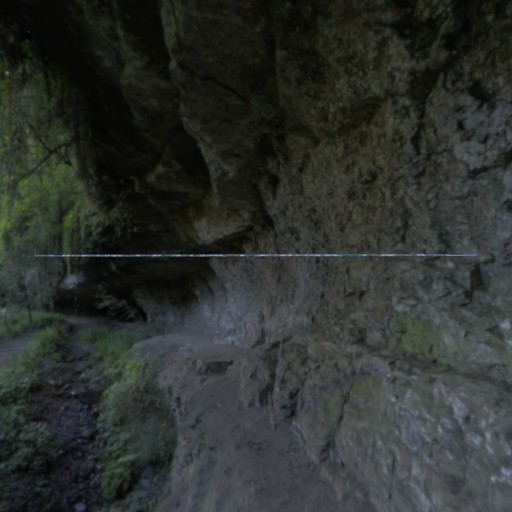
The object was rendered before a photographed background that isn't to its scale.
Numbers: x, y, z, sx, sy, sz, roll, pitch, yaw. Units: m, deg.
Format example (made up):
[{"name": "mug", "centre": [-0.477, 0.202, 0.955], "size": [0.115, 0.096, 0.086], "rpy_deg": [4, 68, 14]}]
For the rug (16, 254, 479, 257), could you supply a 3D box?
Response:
[{"name": "rug", "centre": [0.000, 0.000, 2.879], "size": [2.438, 0.011, 1.524], "rpy_deg": [0, 0, 19]}]
